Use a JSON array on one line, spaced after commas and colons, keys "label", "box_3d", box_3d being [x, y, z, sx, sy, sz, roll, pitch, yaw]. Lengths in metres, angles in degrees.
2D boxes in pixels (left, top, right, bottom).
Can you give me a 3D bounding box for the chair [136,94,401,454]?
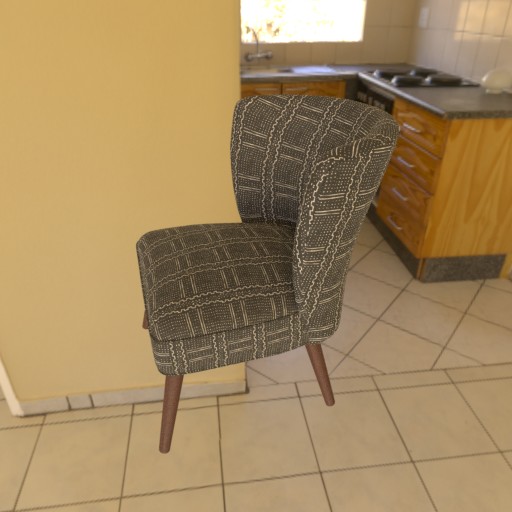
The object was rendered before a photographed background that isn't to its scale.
[{"label": "chair", "box_3d": [0.000, 0.000, 1.390, 0.758, 0.866, 0.710, -9, 31, -15]}]
